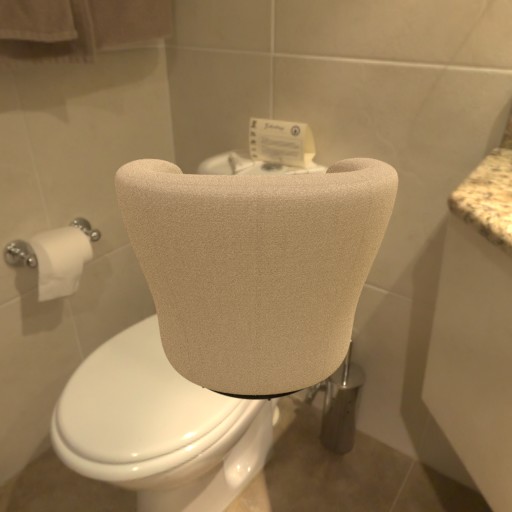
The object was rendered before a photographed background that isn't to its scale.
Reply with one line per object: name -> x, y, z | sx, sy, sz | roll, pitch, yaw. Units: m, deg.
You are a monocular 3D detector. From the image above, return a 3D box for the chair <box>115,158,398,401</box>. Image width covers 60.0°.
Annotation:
chair -> 0.000, 0.000, 1.436 | 0.791, 0.771, 0.815 | -1, 30, -1
